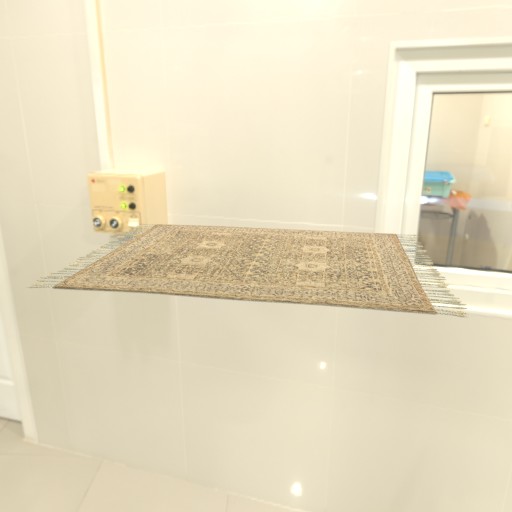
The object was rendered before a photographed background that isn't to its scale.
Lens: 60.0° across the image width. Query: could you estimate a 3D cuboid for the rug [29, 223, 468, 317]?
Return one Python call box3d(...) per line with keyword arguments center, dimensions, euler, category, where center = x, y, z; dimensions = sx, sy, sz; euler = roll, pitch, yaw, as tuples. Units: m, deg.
box3d(center=(0.000, 0.000, 3.120), dimensions=(2.465, 0.023, 1.619), euler=(3, 18, 9), category="rug")
